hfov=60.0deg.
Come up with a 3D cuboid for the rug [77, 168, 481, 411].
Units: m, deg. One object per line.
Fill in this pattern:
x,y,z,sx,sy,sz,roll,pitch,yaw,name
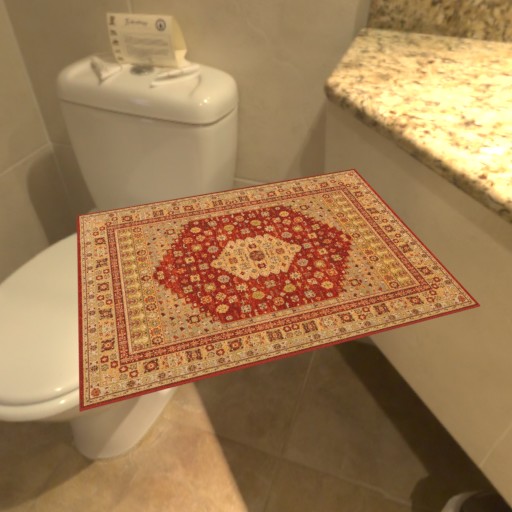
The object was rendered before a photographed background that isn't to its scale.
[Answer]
0.000,0.000,2.873,2.211,0.013,1.593,-12,43,-13,rug
